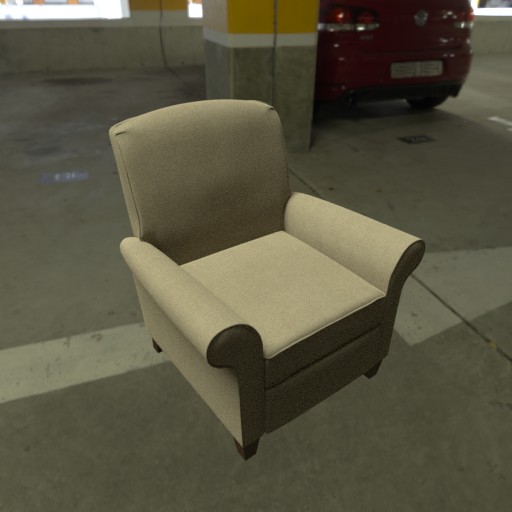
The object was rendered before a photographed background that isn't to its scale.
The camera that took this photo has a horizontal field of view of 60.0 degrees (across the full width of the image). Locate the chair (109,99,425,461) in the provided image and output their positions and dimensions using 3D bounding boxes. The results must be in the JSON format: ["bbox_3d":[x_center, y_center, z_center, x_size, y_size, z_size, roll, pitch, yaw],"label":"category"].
[{"bbox_3d":[0.000,0.000,1.776,0.978,1.061,0.905,-20,36,-31],"label":"chair"}]
